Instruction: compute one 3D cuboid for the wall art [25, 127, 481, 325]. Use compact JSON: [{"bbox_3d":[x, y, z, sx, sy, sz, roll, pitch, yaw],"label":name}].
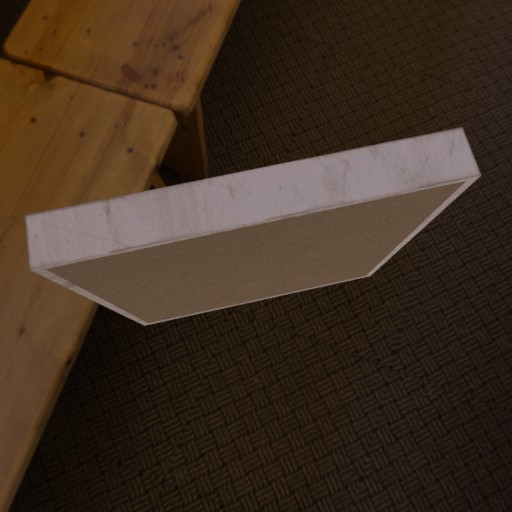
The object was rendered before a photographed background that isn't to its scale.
[{"bbox_3d":[0.000,0.000,0.443,0.305,0.303,0.038,-12,75,-3],"label":"wall art"}]
